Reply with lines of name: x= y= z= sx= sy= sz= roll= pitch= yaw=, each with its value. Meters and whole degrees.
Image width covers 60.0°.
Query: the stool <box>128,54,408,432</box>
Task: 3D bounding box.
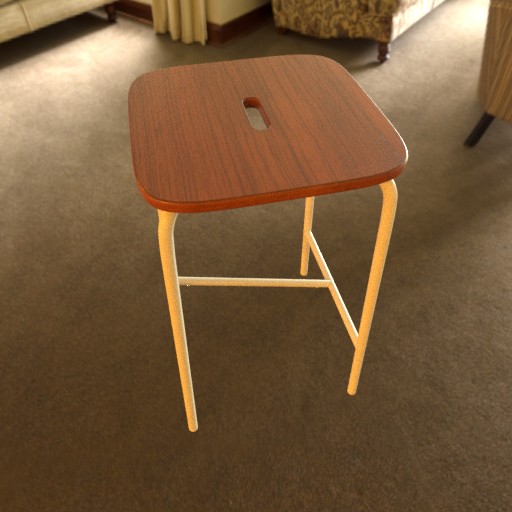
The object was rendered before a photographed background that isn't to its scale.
stool: x=0.000 y=0.000 z=0.863 sx=0.376 sy=0.610 sz=0.376 roll=-10 pitch=48 yaw=-9
